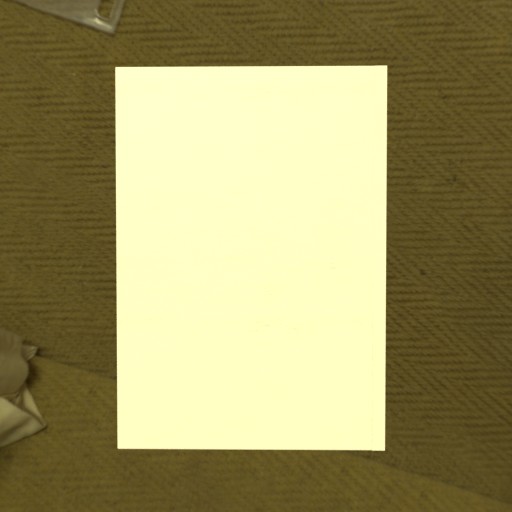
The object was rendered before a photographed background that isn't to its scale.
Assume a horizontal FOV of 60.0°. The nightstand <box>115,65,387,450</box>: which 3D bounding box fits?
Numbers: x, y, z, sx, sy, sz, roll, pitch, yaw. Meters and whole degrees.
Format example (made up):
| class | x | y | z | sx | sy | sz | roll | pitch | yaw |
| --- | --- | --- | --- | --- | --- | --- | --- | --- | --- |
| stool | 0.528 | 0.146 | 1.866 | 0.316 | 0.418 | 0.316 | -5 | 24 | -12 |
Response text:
| class | x | y | z | sx | sy | sz | roll | pitch | yaw |
| --- | --- | --- | --- | --- | --- | --- | --- | --- | --- |
| nightstand | 0.000 | 0.000 | 1.011 | 0.447 | 0.604 | 0.614 | 0 | 91 | 1 |
